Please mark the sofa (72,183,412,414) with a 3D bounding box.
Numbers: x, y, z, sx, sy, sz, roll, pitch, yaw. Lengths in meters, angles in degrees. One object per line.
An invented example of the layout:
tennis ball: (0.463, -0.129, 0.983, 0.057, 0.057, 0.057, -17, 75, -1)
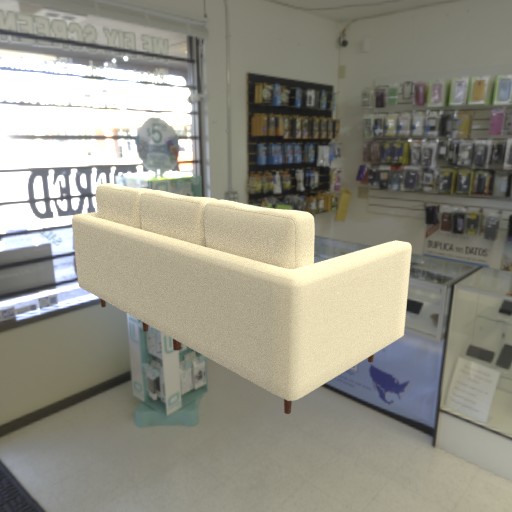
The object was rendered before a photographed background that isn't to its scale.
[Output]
sofa: (0.000, 0.000, 2.895, 1.580, 0.899, 2.029, -14, 20, -42)
